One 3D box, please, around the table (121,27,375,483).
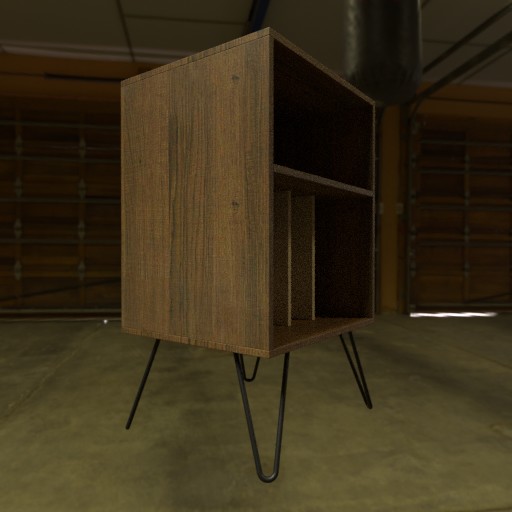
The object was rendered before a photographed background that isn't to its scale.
[{"bbox_3d":[0.000,0.000,1.177,0.457,0.866,0.526,0,1,37],"label":"table"}]
